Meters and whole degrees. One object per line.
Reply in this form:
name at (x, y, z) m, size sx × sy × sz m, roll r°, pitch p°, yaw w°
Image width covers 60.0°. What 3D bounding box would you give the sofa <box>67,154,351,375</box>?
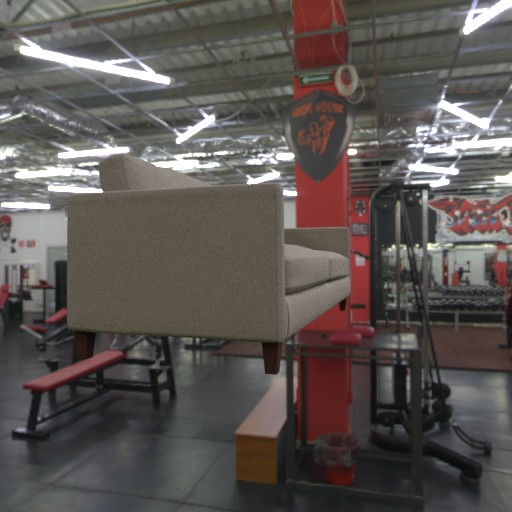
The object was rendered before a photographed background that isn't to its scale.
sofa at (0.000, 0.000, 2.866) m, size 0.988 × 0.912 × 2.404 m, roll 0°, pitch -1°, yaw 18°
